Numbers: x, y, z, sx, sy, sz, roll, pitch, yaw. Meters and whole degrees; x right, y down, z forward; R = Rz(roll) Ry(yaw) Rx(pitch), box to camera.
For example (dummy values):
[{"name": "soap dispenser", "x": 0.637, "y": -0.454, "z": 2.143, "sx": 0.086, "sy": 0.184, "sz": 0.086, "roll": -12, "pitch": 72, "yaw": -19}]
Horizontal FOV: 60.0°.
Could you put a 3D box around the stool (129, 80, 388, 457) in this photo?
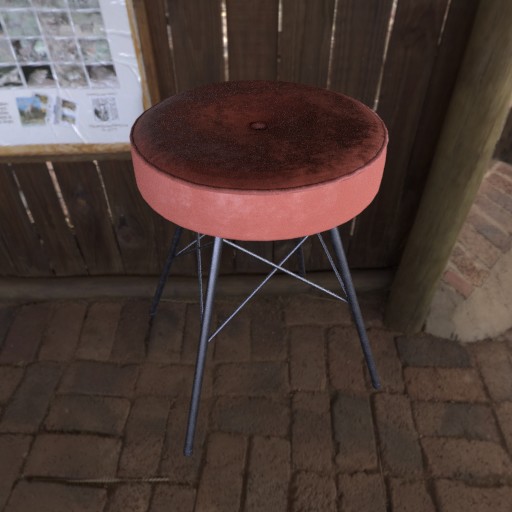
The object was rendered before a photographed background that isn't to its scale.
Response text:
[{"name": "stool", "x": 0.000, "y": 0.000, "z": 0.897, "sx": 0.457, "sy": 0.593, "sz": 0.421, "roll": -14, "pitch": 42, "yaw": -16}]
